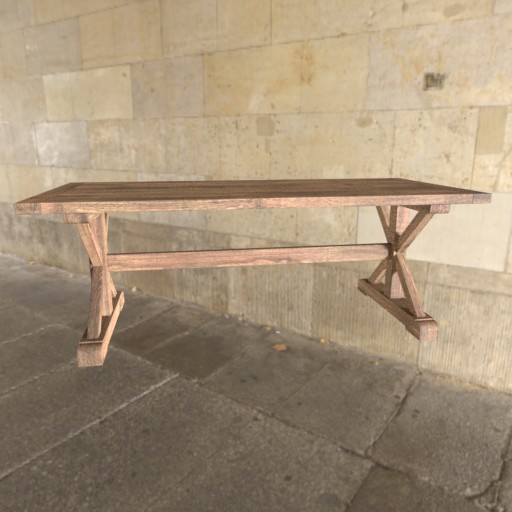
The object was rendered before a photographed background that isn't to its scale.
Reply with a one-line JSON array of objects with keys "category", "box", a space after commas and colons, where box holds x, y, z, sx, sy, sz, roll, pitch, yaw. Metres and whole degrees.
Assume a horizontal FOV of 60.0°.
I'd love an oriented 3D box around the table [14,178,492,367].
[{"category": "table", "box": [0.000, 0.000, 2.383, 2.031, 0.733, 0.907, -2, 15, -9]}]
